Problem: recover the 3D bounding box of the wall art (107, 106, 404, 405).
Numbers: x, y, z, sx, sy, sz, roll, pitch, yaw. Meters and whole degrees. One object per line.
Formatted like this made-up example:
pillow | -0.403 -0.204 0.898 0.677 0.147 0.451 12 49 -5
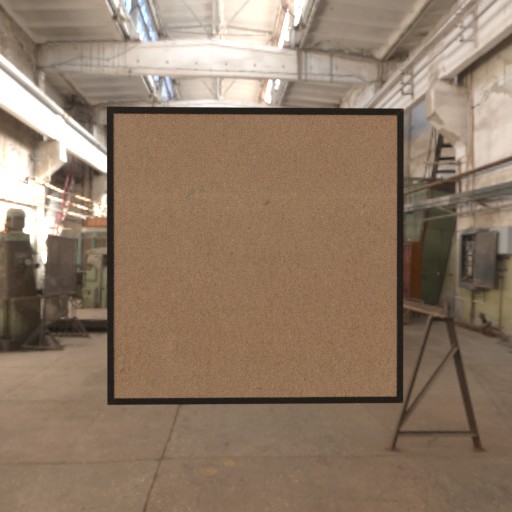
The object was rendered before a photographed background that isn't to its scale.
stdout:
wall art | 0.000 0.000 0.778 0.508 0.508 0.038 0 0 -1
